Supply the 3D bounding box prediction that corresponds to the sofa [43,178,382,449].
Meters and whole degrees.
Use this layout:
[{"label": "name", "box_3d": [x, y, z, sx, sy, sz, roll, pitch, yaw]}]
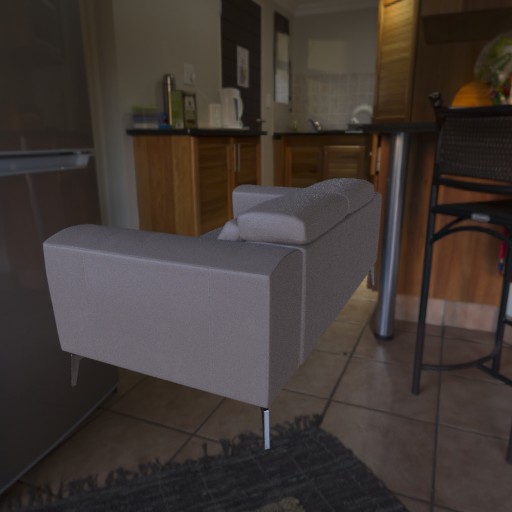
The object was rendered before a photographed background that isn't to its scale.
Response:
[{"label": "sofa", "box_3d": [0.000, 0.000, 2.405, 1.003, 0.779, 1.895, 7, 18, 24]}]
